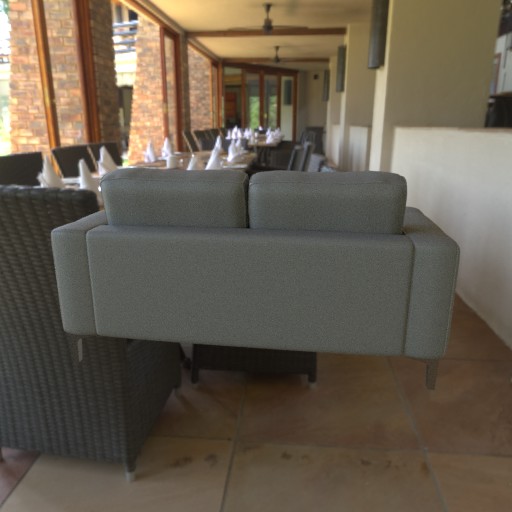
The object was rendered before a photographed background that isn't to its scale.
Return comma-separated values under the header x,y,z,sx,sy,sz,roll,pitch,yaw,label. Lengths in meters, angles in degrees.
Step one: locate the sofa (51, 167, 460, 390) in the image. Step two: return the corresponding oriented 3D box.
x,y,z,sx,sy,sz,roll,pitch,yaw,label
0.000,0.000,2.230,1.726,0.893,0.833,2,17,8,sofa
